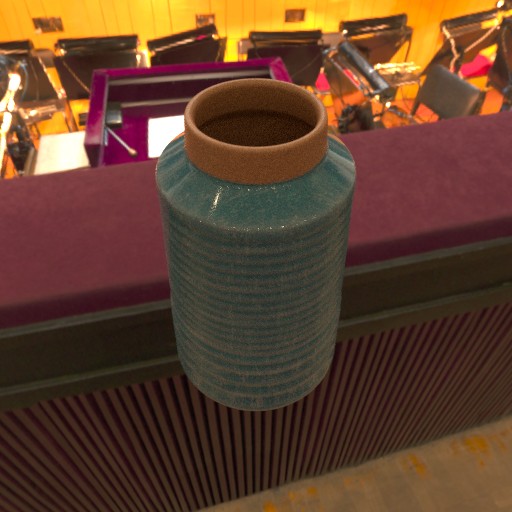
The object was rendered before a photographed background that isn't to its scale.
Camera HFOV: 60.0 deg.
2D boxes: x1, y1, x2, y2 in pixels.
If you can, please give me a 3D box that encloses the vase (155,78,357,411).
[{"bbox_3d":[0.000,0.000,0.375,0.163,0.267,0.163,0,47,0],"label":"vase"}]
